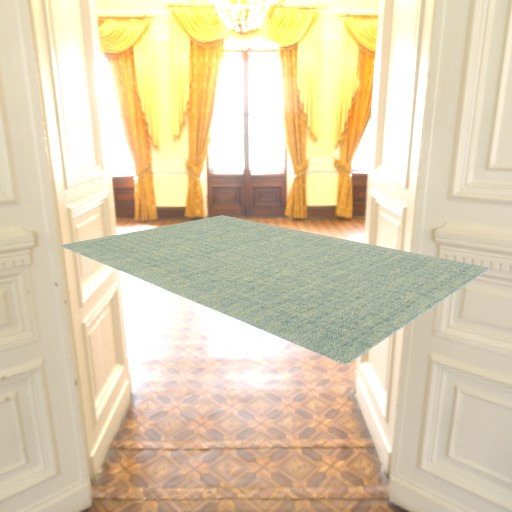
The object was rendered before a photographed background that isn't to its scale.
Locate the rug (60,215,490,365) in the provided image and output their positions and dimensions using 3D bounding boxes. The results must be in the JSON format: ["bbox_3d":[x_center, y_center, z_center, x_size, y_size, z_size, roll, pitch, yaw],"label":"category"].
[{"bbox_3d":[0.000,0.000,2.137,1.752,0.006,1.142,15,22,42],"label":"rug"}]
